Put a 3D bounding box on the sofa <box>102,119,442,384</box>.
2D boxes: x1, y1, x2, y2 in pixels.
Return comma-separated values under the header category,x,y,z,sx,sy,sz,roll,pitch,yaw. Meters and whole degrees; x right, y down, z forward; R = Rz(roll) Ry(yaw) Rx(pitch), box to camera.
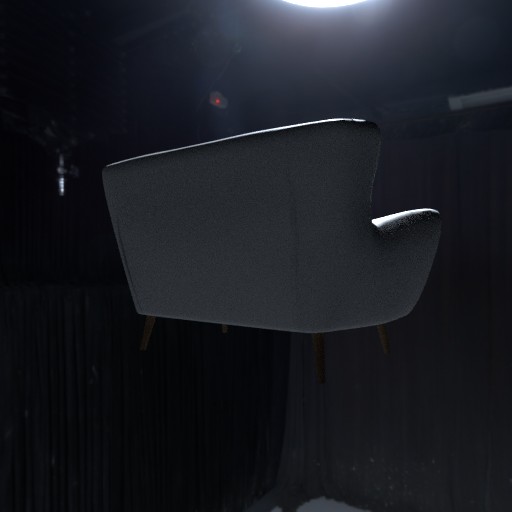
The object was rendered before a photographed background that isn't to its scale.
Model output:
category,x,y,z,sx,sy,sz,roll,pitch,yaw
sofa,0.000,0.000,2.015,1.424,0.878,0.921,0,-1,36
